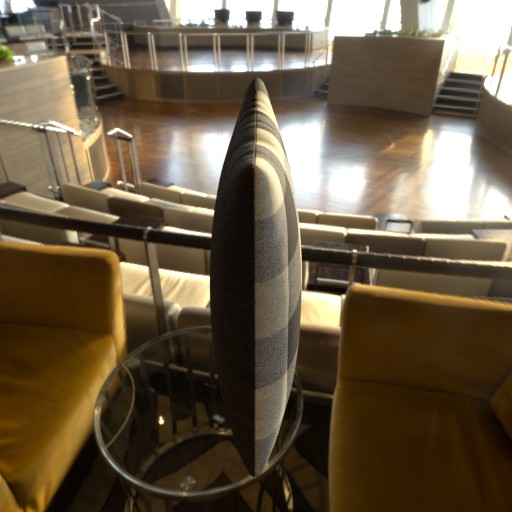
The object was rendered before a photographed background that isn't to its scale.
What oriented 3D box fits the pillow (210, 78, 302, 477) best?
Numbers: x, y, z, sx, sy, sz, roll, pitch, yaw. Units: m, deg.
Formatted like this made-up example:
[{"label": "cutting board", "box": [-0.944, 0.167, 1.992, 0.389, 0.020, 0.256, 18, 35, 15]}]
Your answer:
[{"label": "pillow", "box": [0.000, 0.000, 0.779, 0.161, 0.509, 0.511, 0, 31, 0]}]
